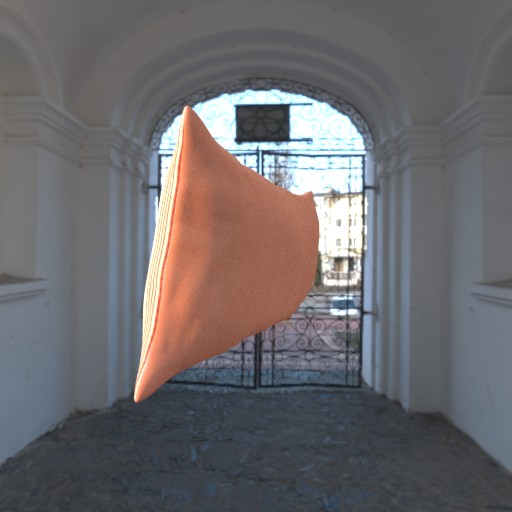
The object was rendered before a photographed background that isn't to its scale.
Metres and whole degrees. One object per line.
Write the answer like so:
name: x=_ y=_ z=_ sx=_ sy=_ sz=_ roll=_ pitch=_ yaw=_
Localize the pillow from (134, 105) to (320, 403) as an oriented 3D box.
pillow: x=0.000 y=0.000 z=0.713 sx=0.156 sy=0.292 sz=0.608 roll=0 pitch=0 yaw=18
